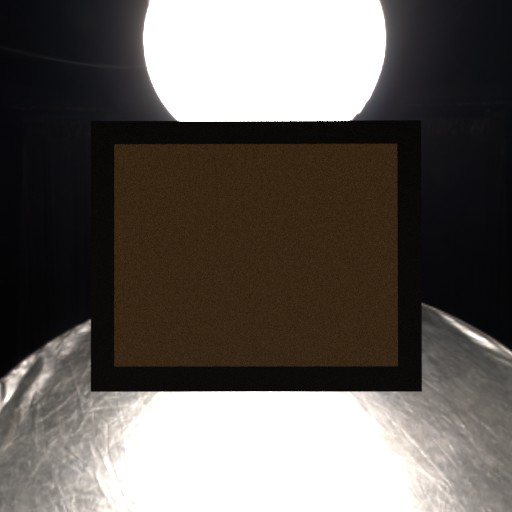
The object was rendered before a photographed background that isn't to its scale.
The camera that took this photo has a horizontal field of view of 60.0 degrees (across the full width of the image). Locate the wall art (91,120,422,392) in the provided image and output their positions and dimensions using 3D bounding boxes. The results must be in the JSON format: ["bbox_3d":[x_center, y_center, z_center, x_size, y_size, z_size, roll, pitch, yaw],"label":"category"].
[{"bbox_3d":[0.000,0.000,0.764,0.561,0.460,0.028,0,0,0],"label":"wall art"}]
